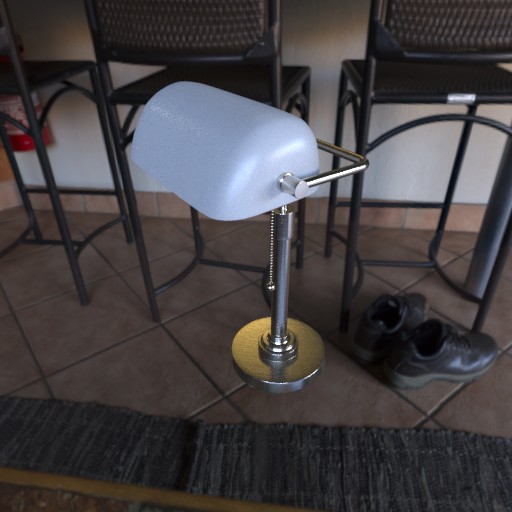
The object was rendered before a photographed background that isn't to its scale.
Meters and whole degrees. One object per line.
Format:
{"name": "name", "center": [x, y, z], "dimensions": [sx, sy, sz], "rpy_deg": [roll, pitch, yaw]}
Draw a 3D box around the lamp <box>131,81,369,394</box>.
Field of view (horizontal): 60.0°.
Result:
{"name": "lamp", "center": [0.000, 0.000, 0.562], "dimensions": [0.227, 0.404, 0.269], "rpy_deg": [-21, 38, -29]}
